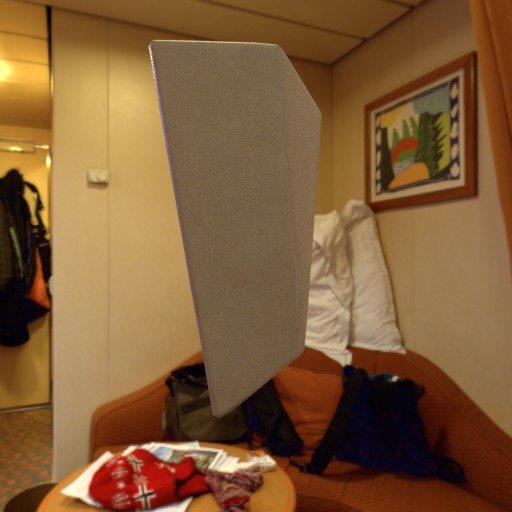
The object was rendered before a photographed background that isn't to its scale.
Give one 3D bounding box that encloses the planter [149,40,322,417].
[{"bbox_3d":[0.000,0.000,0.265,0.060,0.197,0.150,0,-1,19],"label":"planter"}]
